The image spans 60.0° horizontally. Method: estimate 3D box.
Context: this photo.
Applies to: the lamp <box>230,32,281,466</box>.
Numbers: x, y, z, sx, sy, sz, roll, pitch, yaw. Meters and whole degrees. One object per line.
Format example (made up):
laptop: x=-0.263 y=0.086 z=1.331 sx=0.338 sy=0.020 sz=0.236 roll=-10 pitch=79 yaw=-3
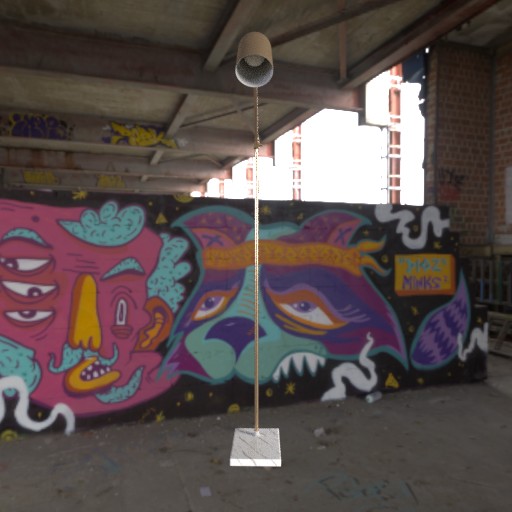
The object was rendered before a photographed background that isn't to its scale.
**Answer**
lamp: x=0.000 y=0.000 z=1.783 sx=0.194 sy=1.594 sz=0.653 roll=0 pitch=1 yaw=1
